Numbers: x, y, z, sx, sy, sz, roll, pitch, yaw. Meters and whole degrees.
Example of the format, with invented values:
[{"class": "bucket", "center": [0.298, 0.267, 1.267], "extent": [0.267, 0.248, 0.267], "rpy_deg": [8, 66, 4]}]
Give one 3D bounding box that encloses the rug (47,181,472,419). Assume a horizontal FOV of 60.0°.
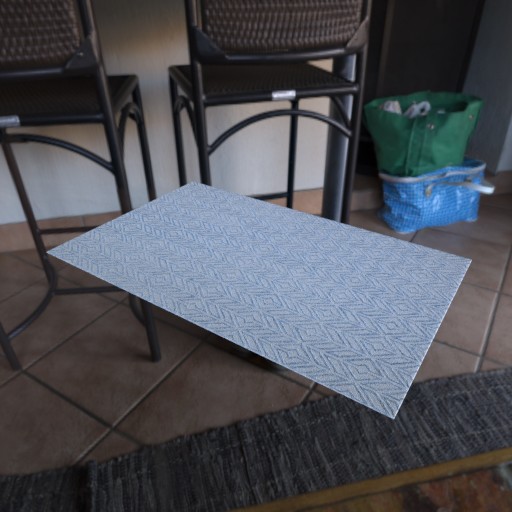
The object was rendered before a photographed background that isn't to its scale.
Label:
[{"class": "rug", "center": [0.000, 0.000, 2.999], "extent": [2.441, 0.008, 1.526], "rpy_deg": [20, 37, 28]}]
